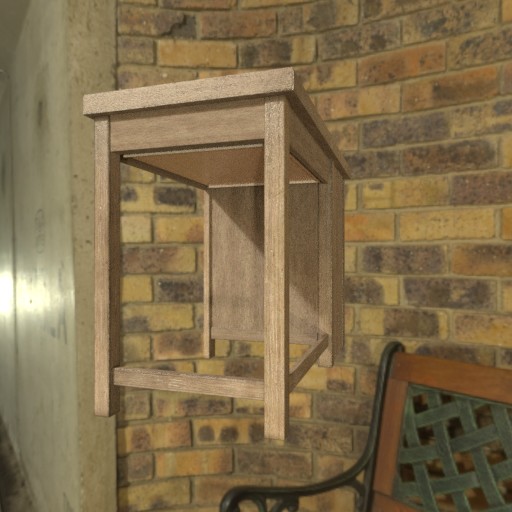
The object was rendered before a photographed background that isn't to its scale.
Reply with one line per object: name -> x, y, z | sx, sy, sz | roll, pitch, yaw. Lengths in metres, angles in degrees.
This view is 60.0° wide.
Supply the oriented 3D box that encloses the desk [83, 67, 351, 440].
desk -> 0.000, 0.000, 1.768 | 0.610, 0.912, 1.289 | 0, 0, 18
